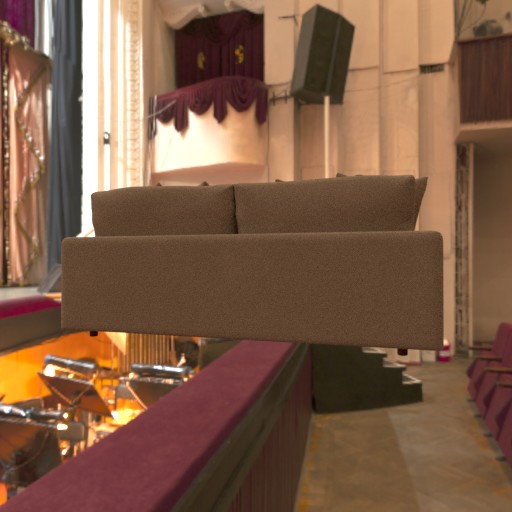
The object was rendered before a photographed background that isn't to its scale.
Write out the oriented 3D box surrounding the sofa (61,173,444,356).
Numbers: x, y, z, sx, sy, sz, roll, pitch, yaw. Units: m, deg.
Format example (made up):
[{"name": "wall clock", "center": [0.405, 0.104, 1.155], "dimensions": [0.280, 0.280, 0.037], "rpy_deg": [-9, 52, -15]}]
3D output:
[{"name": "sofa", "center": [0.000, 0.000, 3.175], "dimensions": [2.380, 1.084, 1.228], "rpy_deg": [0, -1, 18]}]
